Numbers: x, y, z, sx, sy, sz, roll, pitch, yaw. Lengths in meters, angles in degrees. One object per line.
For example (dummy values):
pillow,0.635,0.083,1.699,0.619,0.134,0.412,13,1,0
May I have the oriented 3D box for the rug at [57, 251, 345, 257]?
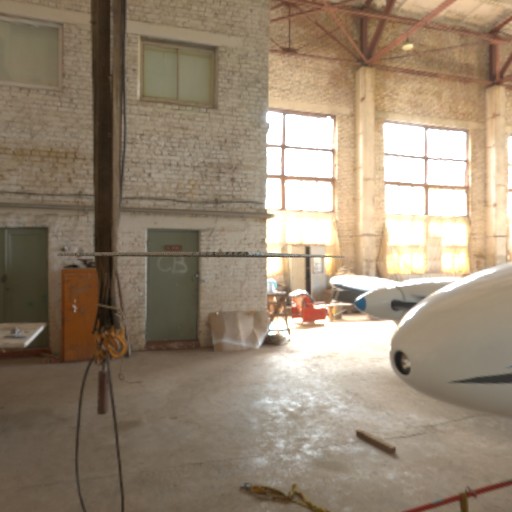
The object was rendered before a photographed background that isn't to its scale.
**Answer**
rug,0.000,0.000,2.714,0.775,0.012,2.452,0,0,18
